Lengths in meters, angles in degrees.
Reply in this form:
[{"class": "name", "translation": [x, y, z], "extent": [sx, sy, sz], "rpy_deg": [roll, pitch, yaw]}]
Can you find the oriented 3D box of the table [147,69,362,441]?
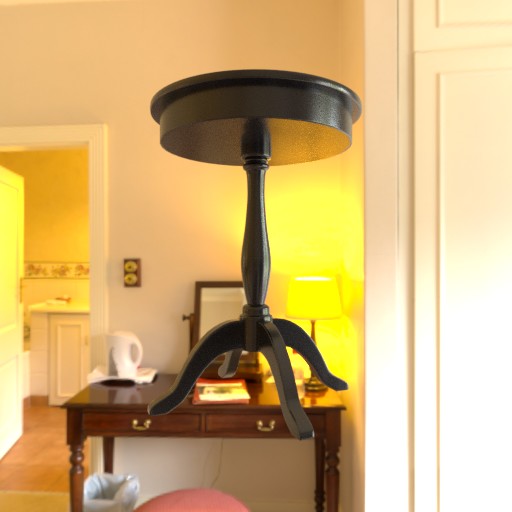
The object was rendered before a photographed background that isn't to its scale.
[{"class": "table", "translation": [0.000, 0.000, 1.024], "extent": [0.481, 0.665, 0.481], "rpy_deg": [0, 0, 0]}]
